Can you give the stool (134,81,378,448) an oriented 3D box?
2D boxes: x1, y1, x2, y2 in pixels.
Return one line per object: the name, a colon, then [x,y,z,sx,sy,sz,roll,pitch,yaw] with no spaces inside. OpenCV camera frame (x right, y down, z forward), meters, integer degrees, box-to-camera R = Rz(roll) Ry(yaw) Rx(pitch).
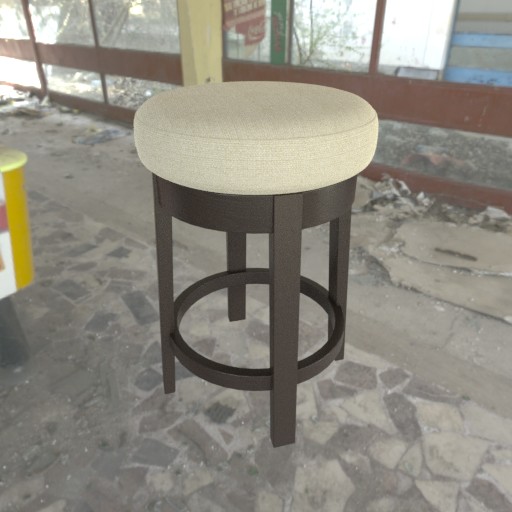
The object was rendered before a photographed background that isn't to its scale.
stool: [0.000,0.000,0.934,0.449,0.655,0.449,0,30,0]
